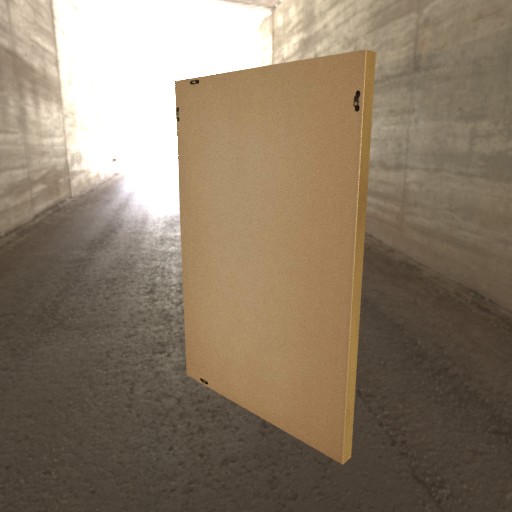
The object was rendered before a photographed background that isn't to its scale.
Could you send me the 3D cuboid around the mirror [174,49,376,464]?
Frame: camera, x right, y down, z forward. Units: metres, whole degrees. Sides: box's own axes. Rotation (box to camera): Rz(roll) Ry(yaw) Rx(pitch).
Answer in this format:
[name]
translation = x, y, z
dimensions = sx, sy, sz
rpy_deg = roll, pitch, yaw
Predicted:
[mirror]
translation = 0.000, 0.000, 1.162
dimensions = 0.609, 0.915, 0.041
rpy_deg = 13, 19, 42
